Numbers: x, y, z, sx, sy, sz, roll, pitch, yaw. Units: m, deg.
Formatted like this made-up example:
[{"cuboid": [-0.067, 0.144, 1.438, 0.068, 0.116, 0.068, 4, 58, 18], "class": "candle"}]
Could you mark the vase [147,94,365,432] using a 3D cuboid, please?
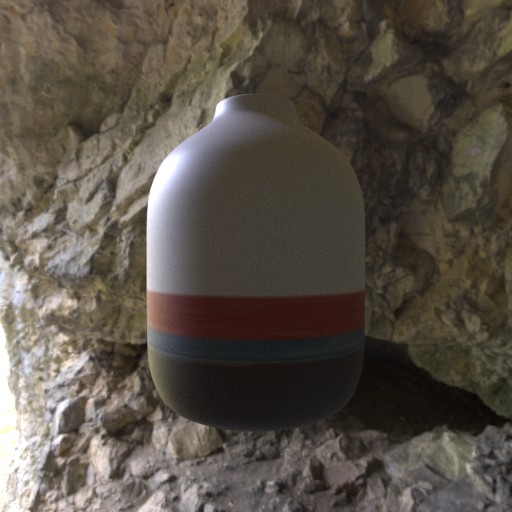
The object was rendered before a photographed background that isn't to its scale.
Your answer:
[{"cuboid": [0.000, 0.000, 0.354, 0.169, 0.237, 0.169, 0, 0, 0], "class": "vase"}]
